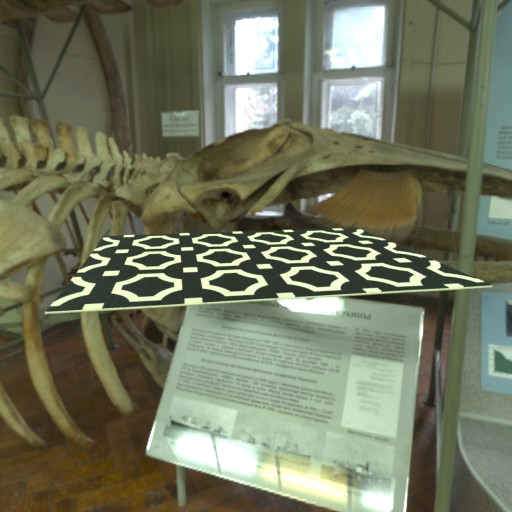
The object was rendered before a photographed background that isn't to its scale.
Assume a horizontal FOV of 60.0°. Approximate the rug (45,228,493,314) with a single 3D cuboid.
[{"bbox_3d":[0.000,0.000,4.125,3.049,0.021,2.466,-2,14,-10],"label":"rug"}]
